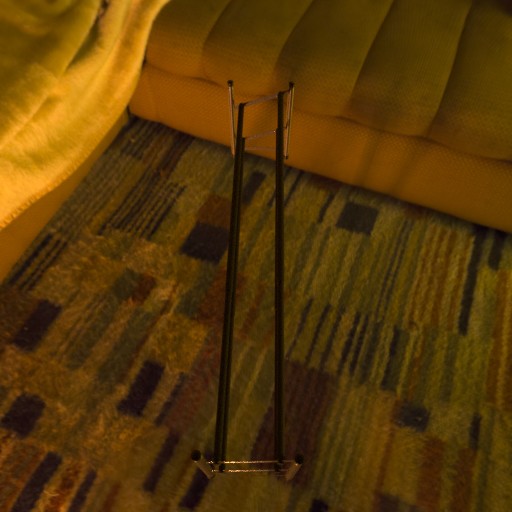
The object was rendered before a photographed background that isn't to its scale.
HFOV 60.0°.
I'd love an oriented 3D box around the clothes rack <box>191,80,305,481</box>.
[{"bbox_3d":[0.000,0.000,1.321,0.229,0.349,1.168,1,58,1],"label":"clothes rack"}]
